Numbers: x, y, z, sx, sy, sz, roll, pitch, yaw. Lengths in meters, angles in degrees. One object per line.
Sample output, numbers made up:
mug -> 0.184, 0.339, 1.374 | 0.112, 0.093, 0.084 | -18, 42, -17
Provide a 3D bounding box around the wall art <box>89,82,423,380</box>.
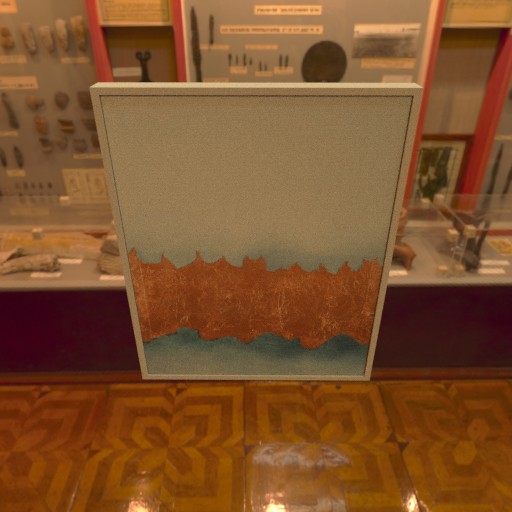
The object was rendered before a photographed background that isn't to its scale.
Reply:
wall art -> 0.000, 0.000, 0.757 | 0.451, 0.553, 0.039 | 0, 31, 0
